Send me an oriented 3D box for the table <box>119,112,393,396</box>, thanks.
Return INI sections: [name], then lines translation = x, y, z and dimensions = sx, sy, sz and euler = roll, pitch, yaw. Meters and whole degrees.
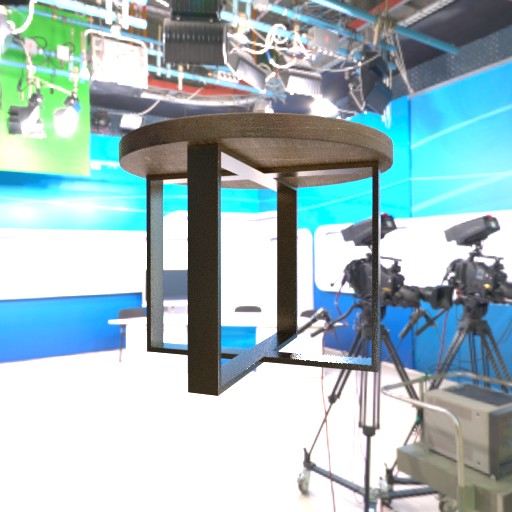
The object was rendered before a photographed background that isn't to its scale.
[table]
translation = 0.000, 0.000, 0.945
dimensions = 0.557, 0.437, 0.557
euler = 0, 1, 0
